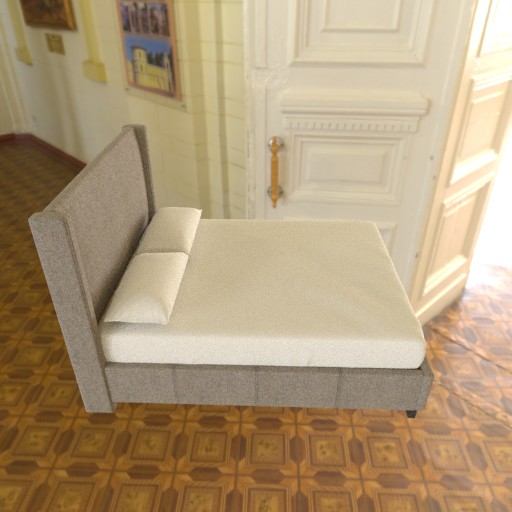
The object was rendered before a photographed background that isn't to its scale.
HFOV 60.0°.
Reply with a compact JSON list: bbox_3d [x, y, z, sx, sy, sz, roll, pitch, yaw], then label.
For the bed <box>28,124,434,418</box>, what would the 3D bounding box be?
[{"bbox_3d":[0.000,0.000,3.292,2.245,1.481,1.714,1,32,1],"label":"bed"}]
